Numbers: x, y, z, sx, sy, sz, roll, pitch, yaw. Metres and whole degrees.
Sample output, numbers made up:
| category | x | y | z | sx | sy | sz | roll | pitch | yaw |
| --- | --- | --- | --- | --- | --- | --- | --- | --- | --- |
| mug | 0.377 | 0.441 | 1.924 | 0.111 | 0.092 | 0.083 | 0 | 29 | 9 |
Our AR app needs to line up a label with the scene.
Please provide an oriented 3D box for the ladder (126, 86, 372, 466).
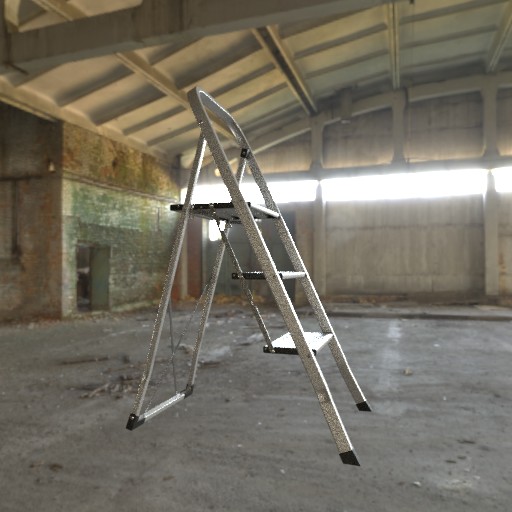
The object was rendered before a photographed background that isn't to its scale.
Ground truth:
| category | x | y | z | sx | sy | sz | roll | pitch | yaw |
| --- | --- | --- | --- | --- | --- | --- | --- | --- | --- |
| ladder | 0.000 | 0.000 | 1.452 | 0.704 | 1.070 | 0.465 | 0 | -2 | 18 |
